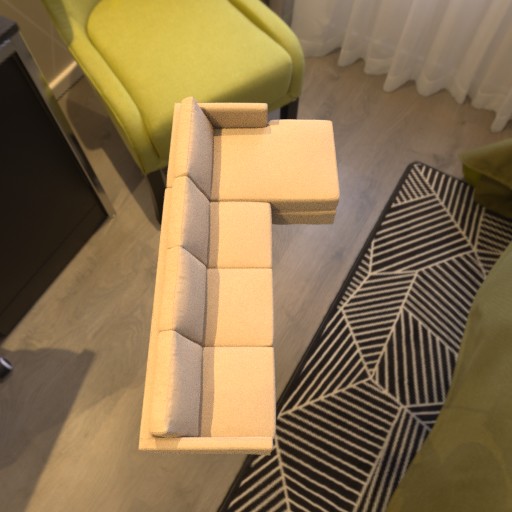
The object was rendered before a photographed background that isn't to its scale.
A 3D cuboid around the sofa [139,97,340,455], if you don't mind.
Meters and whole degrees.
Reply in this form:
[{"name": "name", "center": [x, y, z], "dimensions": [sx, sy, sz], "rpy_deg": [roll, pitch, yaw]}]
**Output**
[{"name": "sofa", "center": [0.000, 0.000, 3.937], "dimensions": [1.622, 0.871, 3.206], "rpy_deg": [0, 64, 0]}]
